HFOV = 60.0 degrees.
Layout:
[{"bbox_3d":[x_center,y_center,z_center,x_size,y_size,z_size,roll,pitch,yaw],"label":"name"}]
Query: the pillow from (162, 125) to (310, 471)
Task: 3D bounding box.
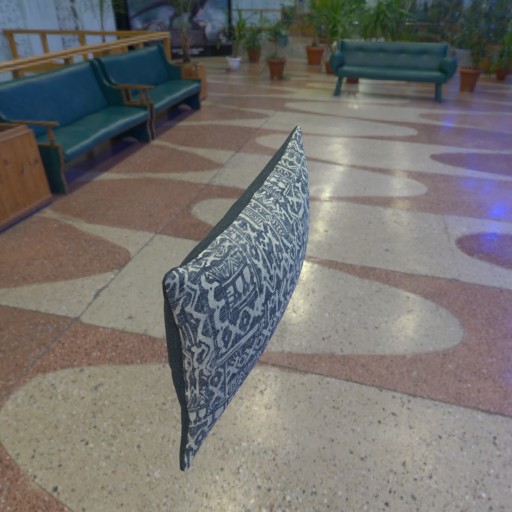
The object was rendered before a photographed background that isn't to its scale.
[{"bbox_3d":[0.000,0.000,0.754,0.148,0.292,0.631,9,32,15],"label":"pillow"}]
